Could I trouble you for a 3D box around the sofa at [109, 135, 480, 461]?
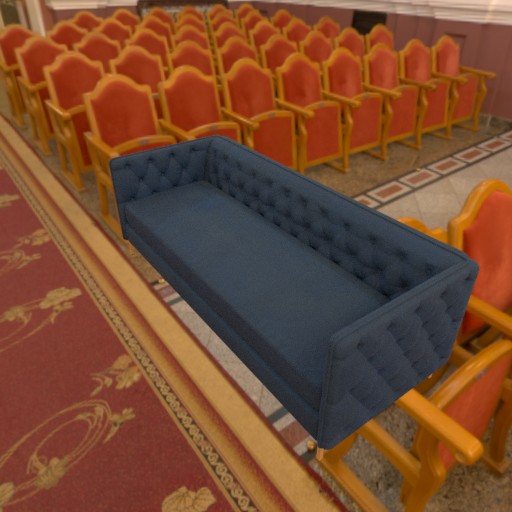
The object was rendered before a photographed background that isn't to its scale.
[{"bbox_3d":[0.000,0.000,2.653,0.895,0.771,2.209,-22,40,-29],"label":"sofa"}]
